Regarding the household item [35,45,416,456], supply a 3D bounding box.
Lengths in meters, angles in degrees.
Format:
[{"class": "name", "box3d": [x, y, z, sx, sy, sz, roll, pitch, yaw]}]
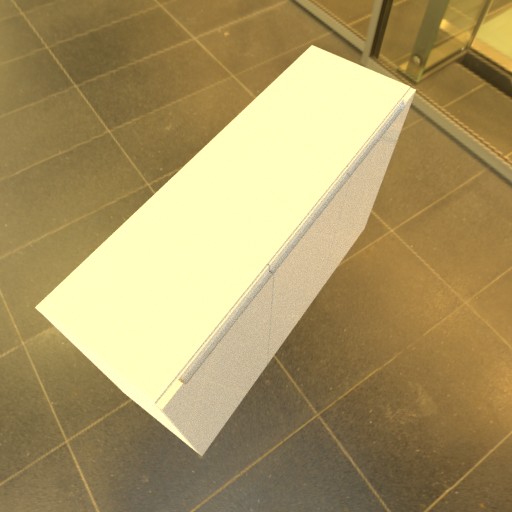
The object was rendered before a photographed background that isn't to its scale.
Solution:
[{"class": "household item", "box3d": [0.000, 0.000, 1.681, 0.420, 0.867, 1.300, 32, 64, 17]}]
